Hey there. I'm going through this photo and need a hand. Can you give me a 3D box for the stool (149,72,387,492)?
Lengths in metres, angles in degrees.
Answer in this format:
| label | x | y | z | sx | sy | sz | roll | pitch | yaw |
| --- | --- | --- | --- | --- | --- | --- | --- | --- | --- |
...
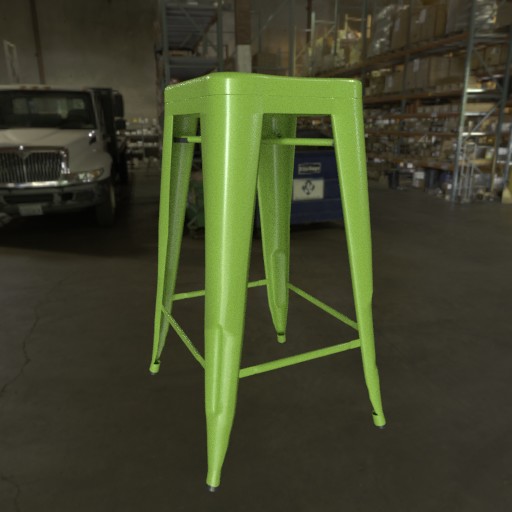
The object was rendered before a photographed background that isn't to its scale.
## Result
| label | x | y | z | sx | sy | sz | roll | pitch | yaw |
| --- | --- | --- | --- | --- | --- | --- | --- | --- | --- |
| stool | 0.000 | 0.000 | 0.836 | 0.358 | 0.609 | 0.398 | -8 | 18 | -25 |
